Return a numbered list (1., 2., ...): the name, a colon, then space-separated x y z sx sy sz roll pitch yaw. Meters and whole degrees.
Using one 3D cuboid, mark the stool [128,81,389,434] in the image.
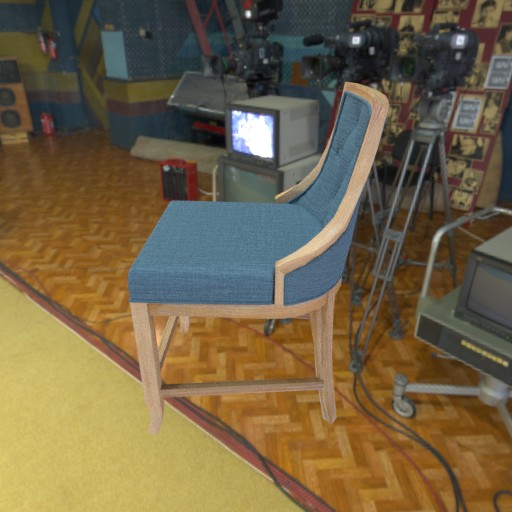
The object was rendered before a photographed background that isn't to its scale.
1. stool: 0.000 0.000 1.328 0.626 0.938 0.524 1 27 2
